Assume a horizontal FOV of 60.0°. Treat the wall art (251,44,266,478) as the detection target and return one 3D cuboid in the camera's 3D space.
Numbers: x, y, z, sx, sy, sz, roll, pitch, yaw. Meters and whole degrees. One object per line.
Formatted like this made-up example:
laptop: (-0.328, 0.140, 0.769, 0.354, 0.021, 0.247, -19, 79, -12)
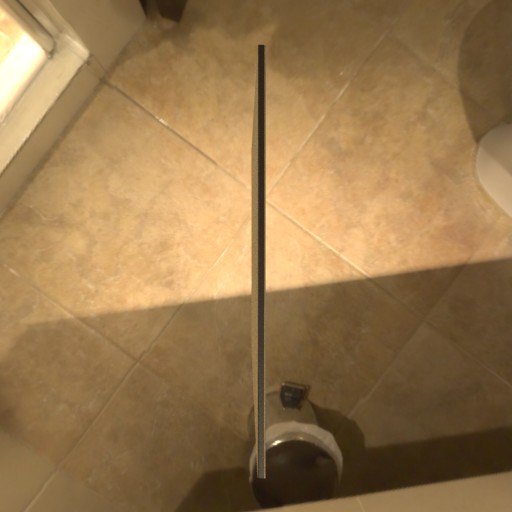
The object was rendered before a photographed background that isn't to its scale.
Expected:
wall art: (0.000, 0.000, 0.771, 0.009, 0.559, 0.483, 0, 92, -1)
